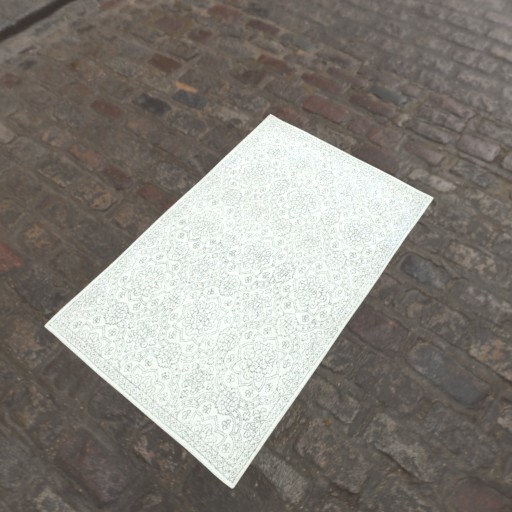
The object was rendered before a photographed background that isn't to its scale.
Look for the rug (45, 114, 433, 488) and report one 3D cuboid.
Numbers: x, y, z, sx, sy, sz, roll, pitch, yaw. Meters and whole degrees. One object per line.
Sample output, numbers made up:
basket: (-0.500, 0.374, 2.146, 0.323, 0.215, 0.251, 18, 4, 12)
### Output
rug: (0.000, 0.000, 3.051, 1.518, 0.023, 2.434, 33, 64, 18)
